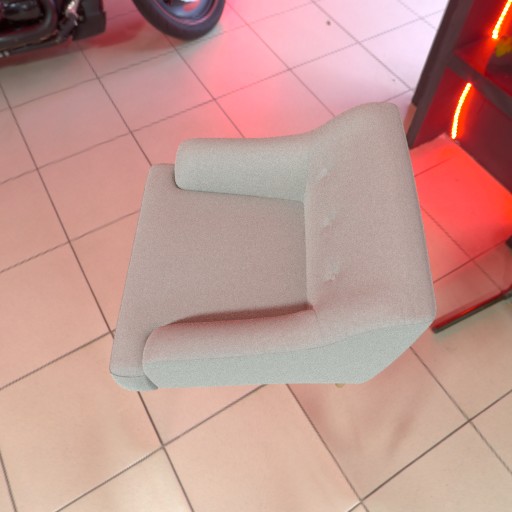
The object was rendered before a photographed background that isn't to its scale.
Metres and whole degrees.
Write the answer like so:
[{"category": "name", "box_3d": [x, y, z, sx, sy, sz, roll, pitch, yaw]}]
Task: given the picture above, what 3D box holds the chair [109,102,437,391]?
[{"category": "chair", "box_3d": [0.000, 0.000, 1.646, 0.951, 0.818, 0.946, 2, 60, 1]}]
